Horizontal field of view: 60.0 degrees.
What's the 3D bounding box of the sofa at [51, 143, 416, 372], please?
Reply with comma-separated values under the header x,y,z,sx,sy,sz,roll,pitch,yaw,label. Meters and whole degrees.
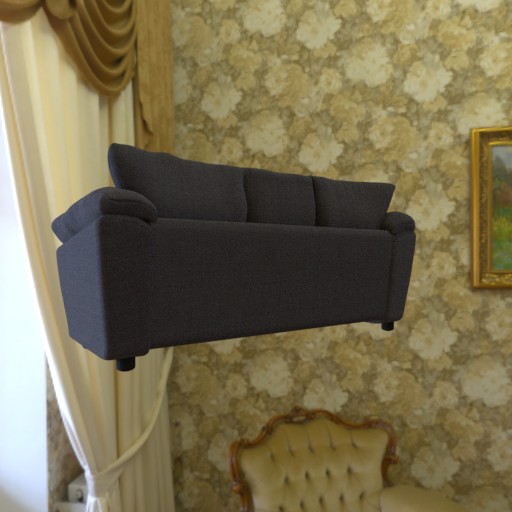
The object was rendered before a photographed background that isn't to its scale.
x,y,z,sx,sy,sz,roll,pitch,yaw,label
0.000,0.000,2.884,2.336,1.080,0.883,0,0,-35,sofa
